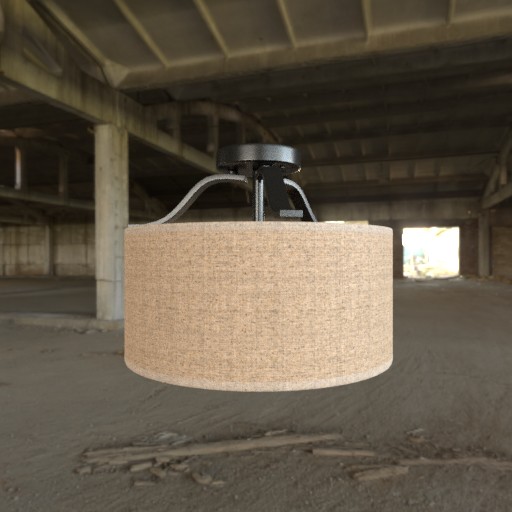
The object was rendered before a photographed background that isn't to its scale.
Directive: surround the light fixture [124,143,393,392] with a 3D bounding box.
[{"bbox_3d":[0.000,0.000,0.661,0.390,0.306,0.390,0,0,0],"label":"light fixture"}]
